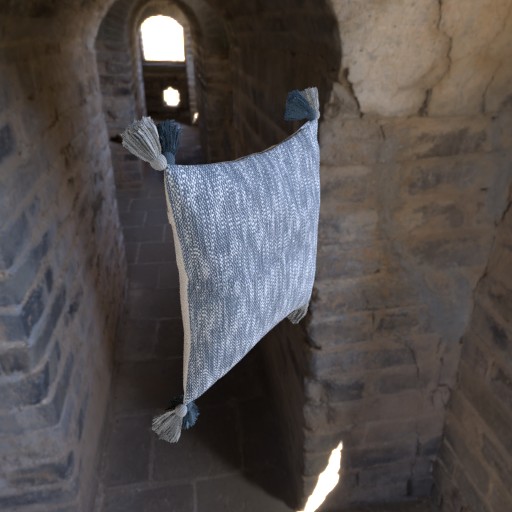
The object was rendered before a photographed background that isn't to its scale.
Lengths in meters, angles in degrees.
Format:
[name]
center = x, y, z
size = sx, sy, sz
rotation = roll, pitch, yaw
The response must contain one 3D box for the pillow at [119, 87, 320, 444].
[pillow]
center = 0.000, 0.000, 0.928
size = 0.138, 0.634, 0.614
rotation = 18, 32, 31
